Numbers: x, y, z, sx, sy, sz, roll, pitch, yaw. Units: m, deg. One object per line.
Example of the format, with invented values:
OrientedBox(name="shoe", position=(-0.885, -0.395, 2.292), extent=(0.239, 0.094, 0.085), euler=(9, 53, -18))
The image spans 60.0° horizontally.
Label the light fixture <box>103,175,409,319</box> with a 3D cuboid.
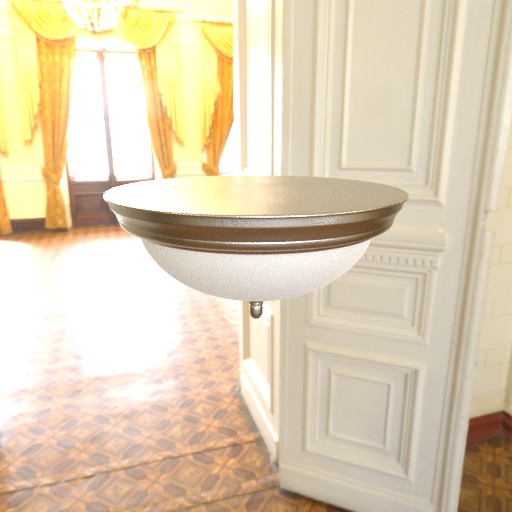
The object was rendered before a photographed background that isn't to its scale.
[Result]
OrientedBox(name="light fixture", position=(0.000, 0.000, 0.445), extent=(0.280, 0.135, 0.280), euler=(0, 16, 0))
